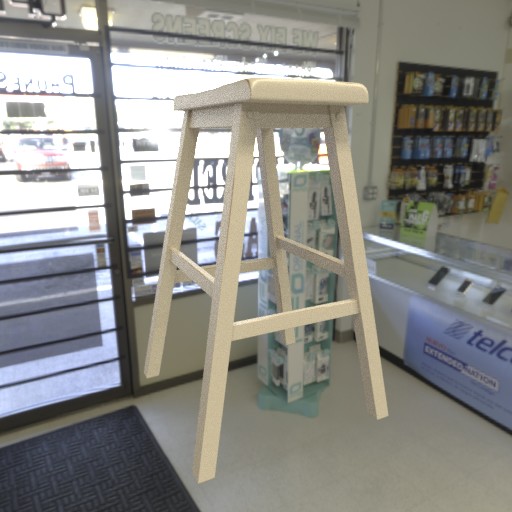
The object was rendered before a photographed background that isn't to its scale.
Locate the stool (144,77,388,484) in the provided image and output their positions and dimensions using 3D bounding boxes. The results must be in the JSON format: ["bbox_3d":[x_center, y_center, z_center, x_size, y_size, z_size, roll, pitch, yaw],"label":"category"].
[{"bbox_3d":[0.000,0.000,1.050,0.476,0.737,0.457,-8,17,-25],"label":"stool"}]
